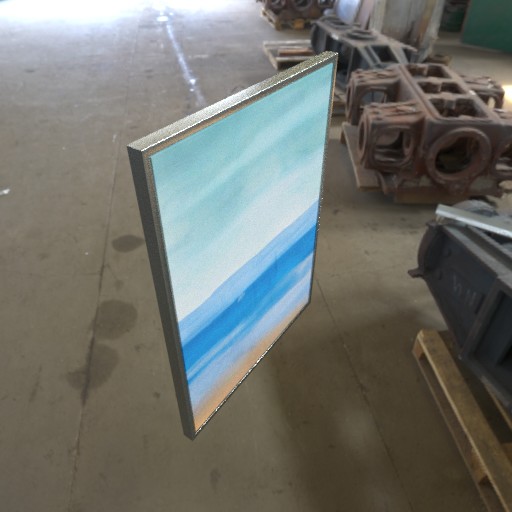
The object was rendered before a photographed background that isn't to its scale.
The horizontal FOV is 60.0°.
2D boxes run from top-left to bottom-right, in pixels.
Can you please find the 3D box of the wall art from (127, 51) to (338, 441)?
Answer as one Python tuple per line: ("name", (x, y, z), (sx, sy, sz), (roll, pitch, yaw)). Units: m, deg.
("wall art", (0.000, 0.000, 1.426), (0.041, 1.062, 0.803), (24, 45, 26))
